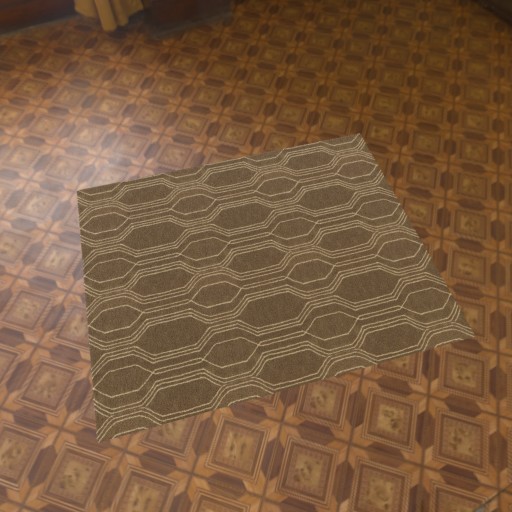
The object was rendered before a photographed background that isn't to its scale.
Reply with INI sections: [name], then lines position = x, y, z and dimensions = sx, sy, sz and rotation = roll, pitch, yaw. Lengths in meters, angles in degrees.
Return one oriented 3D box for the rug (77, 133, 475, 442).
[rug]
position = 0.000, 0.000, 4.047
dimensions = 3.062, 0.012, 2.457
rotation = -13, 59, -8
